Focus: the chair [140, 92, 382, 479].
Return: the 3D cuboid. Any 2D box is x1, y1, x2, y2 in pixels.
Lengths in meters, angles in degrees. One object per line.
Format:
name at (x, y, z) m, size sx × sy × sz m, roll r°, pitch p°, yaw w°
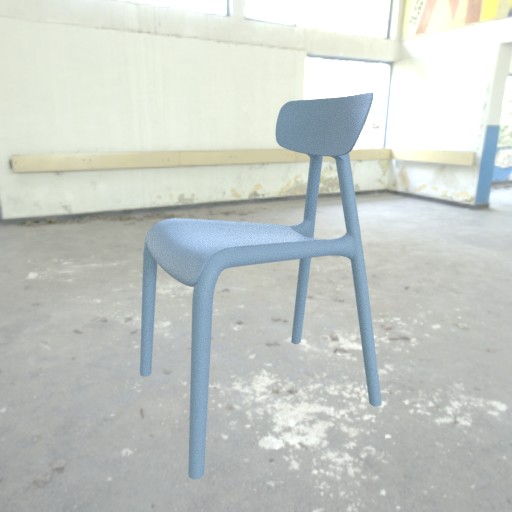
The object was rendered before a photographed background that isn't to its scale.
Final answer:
chair at (0.000, 0.000, 0.838) m, size 0.401 × 0.580 × 0.356 m, roll -8°, pitch 17°, yaw -26°
